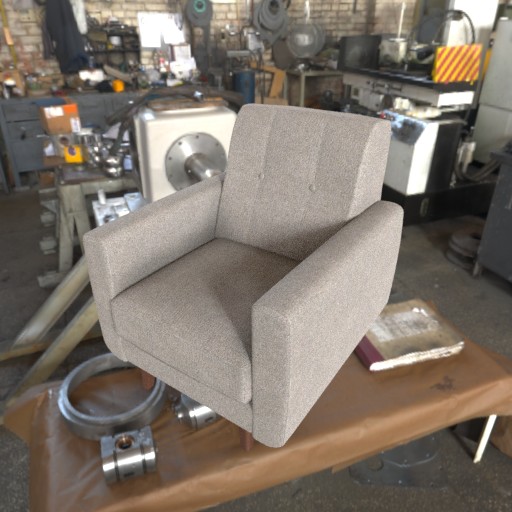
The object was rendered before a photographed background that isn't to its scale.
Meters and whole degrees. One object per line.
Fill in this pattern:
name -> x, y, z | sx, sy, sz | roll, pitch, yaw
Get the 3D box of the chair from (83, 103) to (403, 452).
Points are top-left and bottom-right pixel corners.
chair -> 0.000, 0.000, 1.682 | 0.845, 0.968, 0.942 | 19, 34, 30
